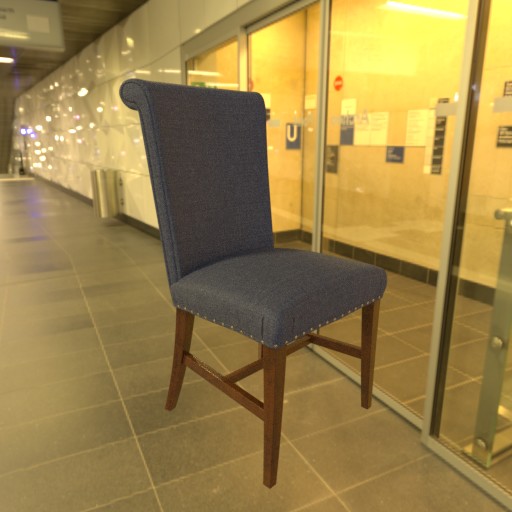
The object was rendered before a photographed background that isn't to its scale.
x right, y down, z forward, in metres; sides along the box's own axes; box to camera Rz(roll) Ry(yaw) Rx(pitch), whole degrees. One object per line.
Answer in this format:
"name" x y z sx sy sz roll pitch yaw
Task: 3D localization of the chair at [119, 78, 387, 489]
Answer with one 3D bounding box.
"chair" 0.000 0.000 1.316 0.608 0.988 0.513 14 20 42
